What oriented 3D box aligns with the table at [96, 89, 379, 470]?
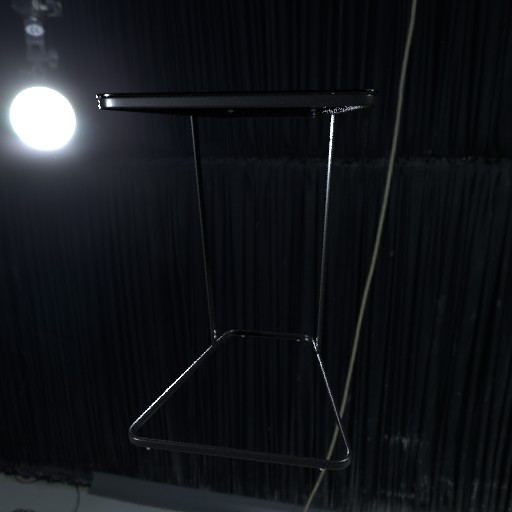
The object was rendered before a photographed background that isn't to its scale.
[{"bbox_3d":[0.000,0.000,0.952,0.427,0.624,0.500,3,16,9],"label":"table"}]
